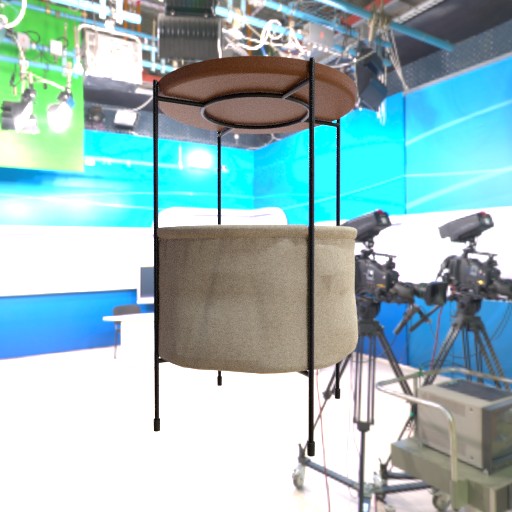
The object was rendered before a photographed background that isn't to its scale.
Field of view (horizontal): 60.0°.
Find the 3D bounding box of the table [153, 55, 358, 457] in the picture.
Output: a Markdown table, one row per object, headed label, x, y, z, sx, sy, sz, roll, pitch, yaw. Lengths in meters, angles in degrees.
| label | x | y | z | sx | sy | sz | roll | pitch | yaw |
| --- | --- | --- | --- | --- | --- | --- | --- | --- | --- |
| table | 0.000 | 0.000 | 0.872 | 0.393 | 0.623 | 0.393 | 0 | 1 | 19 |
